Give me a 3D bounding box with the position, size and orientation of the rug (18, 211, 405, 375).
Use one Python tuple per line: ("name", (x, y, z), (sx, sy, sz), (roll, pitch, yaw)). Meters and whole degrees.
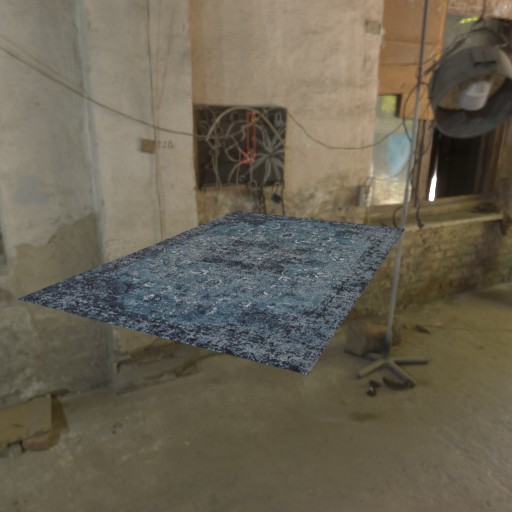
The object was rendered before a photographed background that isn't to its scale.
("rug", (0.000, 0.000, 2.289), (1.219, 0.005, 1.828), (9, 20, 25))
